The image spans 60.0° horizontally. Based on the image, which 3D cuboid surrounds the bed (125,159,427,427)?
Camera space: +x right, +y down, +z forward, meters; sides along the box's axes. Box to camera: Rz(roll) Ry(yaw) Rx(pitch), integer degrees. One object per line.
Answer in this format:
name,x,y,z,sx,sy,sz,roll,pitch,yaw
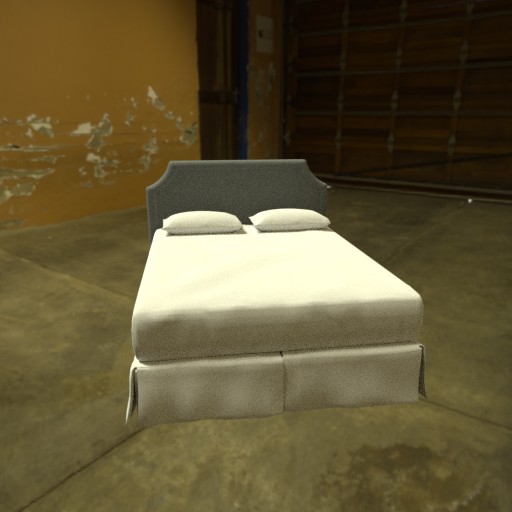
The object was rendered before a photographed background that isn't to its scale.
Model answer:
bed,0.000,0.000,3.450,1.811,1.296,2.259,-2,17,-8
